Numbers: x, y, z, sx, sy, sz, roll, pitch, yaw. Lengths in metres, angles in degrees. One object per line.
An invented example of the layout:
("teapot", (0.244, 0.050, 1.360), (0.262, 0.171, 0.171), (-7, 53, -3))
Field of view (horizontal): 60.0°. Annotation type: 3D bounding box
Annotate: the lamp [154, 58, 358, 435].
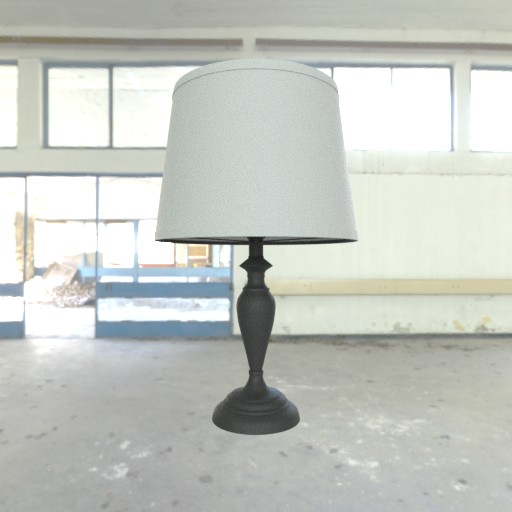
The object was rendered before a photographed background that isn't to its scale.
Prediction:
("lamp", (0.000, 0.000, 0.688), (0.310, 0.501, 0.310), (0, -1, 0))
